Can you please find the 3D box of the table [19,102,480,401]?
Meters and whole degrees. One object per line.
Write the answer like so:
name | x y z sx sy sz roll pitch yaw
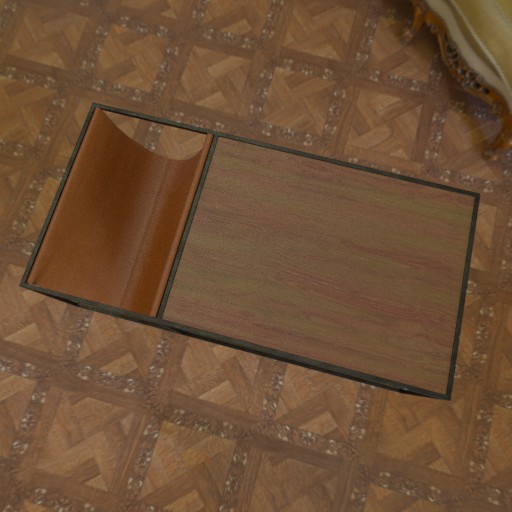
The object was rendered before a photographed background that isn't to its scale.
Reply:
table | 0.000 0.000 1.451 1.199 0.403 0.597 14 76 4
